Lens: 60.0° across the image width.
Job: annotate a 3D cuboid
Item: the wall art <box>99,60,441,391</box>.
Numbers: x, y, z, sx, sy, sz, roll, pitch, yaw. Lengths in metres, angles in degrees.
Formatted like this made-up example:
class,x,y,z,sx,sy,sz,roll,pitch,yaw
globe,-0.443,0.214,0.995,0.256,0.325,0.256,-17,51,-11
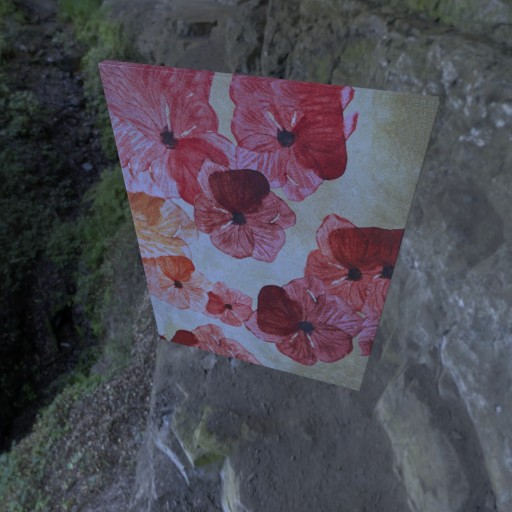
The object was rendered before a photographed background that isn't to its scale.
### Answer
class,x,y,z,sx,sy,sz,roll,pitch,yaw
wall art,0.000,0.000,1.290,0.762,1.015,0.031,12,42,13
